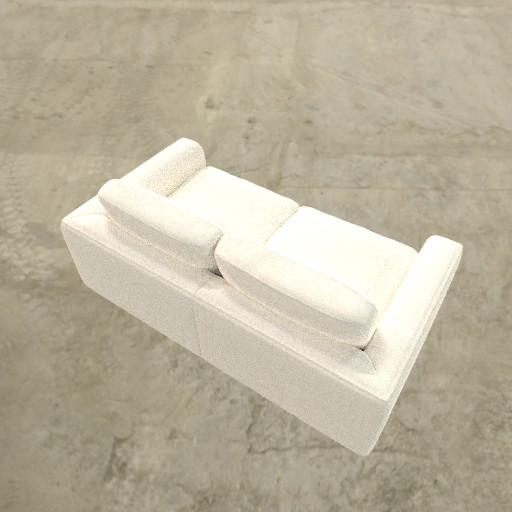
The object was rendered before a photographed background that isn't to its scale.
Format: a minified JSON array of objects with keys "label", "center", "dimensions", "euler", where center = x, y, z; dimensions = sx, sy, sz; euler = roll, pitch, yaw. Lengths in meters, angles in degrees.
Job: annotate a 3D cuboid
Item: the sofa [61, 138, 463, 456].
[{"label":"sofa","center":[0.000,0.000,2.447],"dimensions":[1.920,0.801,1.069],"euler":[26,51,23]}]
